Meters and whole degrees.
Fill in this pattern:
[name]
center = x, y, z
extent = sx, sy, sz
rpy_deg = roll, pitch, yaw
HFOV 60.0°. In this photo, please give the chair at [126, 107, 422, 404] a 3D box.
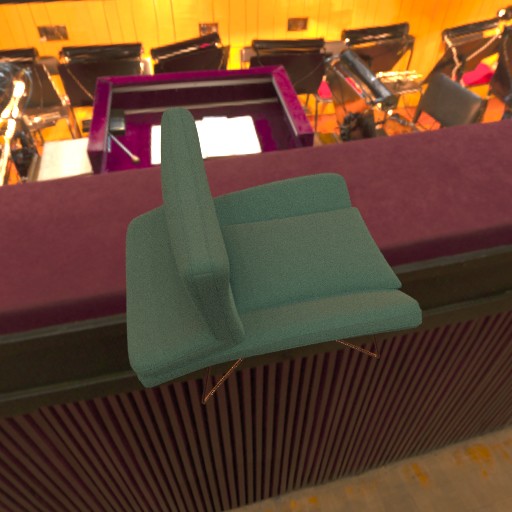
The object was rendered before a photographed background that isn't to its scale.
[chair]
center = 0.000, 0.000, 1.695
extent = 1.008, 0.855, 0.859
rpy_deg = -9, 47, -8
